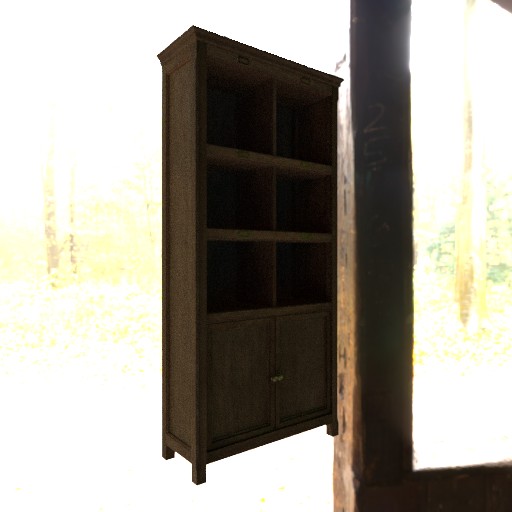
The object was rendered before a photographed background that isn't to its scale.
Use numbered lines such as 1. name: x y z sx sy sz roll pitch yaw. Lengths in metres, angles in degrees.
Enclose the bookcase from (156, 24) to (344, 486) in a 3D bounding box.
1. bookcase: 0.000 0.000 2.194 0.906 1.880 0.348 0 0 -37
